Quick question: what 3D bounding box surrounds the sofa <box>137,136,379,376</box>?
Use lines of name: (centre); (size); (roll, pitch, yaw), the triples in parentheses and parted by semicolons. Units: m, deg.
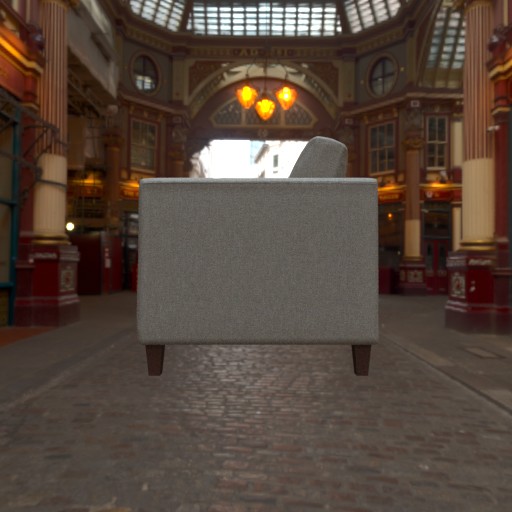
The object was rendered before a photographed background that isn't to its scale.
sofa: (0.000, 0.000, 2.765); (0.956, 0.963, 2.208); (0, -1, 0)
